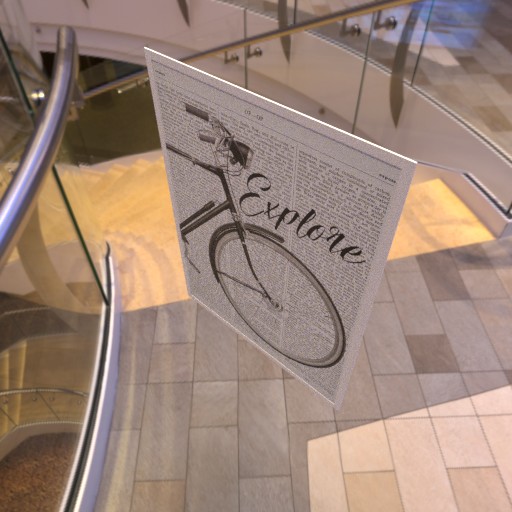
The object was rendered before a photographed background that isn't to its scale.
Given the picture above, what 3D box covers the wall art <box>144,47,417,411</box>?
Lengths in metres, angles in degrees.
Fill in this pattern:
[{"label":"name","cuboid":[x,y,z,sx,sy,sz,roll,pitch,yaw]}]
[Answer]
[{"label":"wall art","cuboid":[0.000,0.000,0.796,0.457,0.610,0.003,33,55,27]}]
